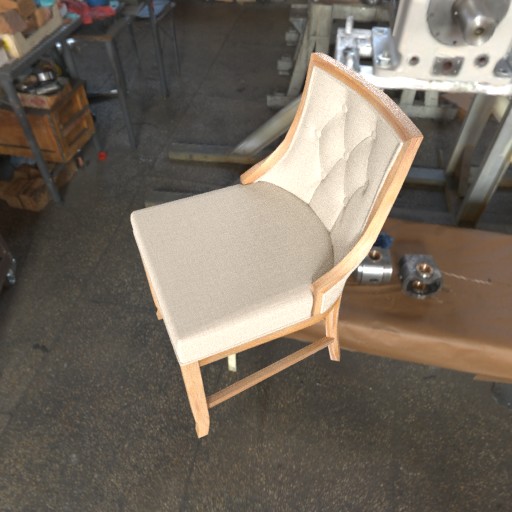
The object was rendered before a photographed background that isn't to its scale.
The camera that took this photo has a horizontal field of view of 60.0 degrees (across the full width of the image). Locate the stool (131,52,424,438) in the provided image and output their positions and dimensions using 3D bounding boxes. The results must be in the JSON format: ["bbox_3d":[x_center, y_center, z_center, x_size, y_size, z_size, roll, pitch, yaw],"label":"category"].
[{"bbox_3d":[0.000,0.000,1.316,0.626,0.938,0.524,-18,50,-15],"label":"stool"}]
